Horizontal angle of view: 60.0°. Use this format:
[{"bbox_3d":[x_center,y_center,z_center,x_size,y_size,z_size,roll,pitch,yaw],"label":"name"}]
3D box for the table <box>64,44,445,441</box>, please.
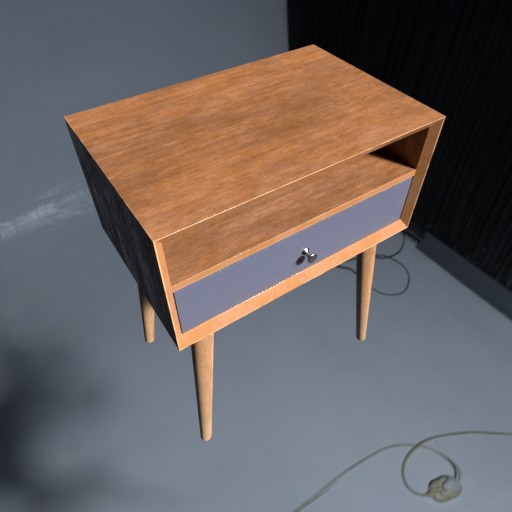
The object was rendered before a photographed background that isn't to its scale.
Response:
[{"bbox_3d":[0.000,0.000,0.843,0.454,0.580,0.307,-26,52,-22],"label":"table"}]
